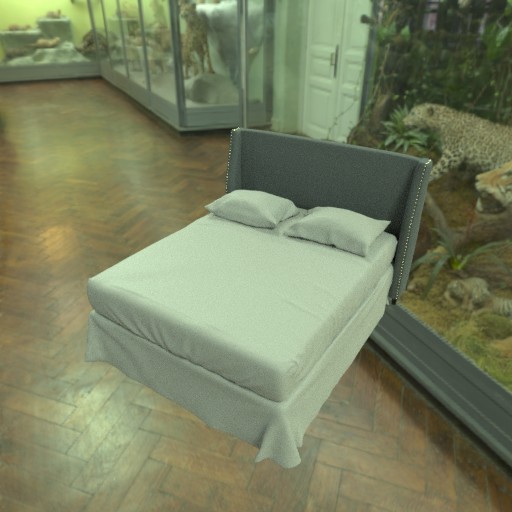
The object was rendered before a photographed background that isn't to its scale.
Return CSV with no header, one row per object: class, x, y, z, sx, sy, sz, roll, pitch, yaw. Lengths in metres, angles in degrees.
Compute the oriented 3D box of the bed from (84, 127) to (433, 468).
bed,0.000,0.000,3.485,1.925,1.332,2.276,18,34,29
